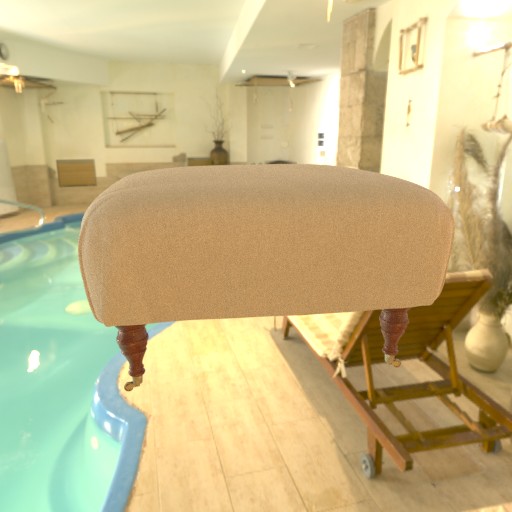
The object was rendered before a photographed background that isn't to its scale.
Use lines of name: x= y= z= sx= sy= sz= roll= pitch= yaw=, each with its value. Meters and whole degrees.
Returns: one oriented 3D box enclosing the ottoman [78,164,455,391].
ottoman: x=0.000 y=0.000 z=1.123 sx=0.746 sy=0.450 sz=0.622 roll=-3 pitch=16 yaw=-9
